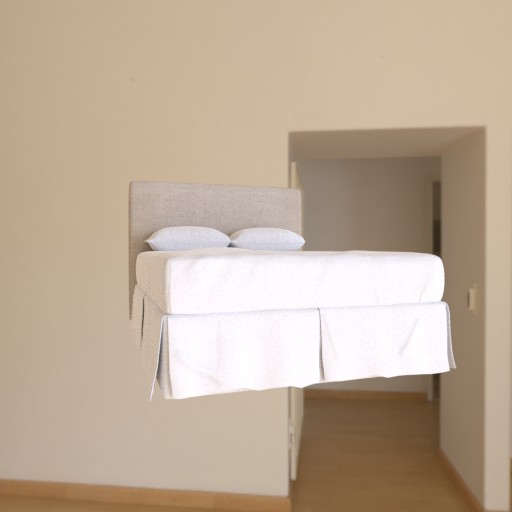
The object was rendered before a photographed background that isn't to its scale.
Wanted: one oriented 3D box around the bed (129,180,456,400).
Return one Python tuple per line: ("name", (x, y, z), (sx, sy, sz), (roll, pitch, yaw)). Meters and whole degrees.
("bed", (0.000, 0.000, 3.230), (1.713, 1.330, 2.162), (0, 1, -19))
